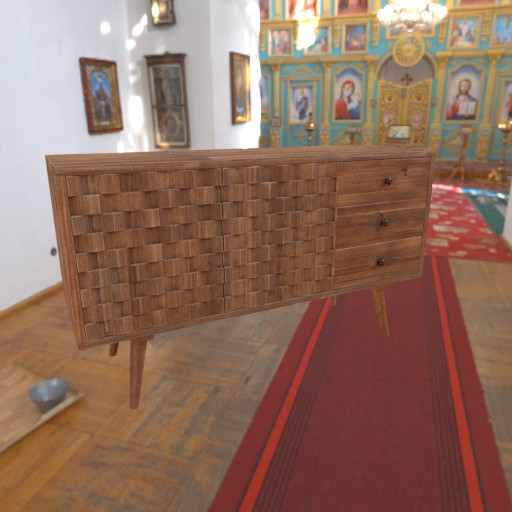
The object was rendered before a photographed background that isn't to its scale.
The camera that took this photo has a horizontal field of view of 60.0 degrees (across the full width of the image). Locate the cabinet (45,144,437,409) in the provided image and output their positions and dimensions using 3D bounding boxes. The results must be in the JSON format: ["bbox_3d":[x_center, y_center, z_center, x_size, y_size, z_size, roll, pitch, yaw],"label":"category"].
[{"bbox_3d":[0.000,0.000,1.757,1.400,0.800,0.472,-9,19,-26],"label":"cabinet"}]
